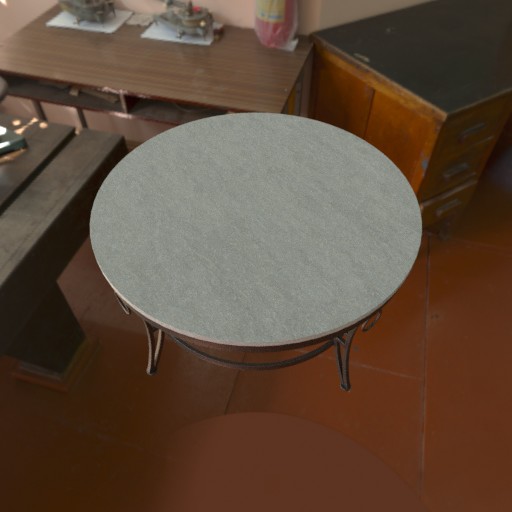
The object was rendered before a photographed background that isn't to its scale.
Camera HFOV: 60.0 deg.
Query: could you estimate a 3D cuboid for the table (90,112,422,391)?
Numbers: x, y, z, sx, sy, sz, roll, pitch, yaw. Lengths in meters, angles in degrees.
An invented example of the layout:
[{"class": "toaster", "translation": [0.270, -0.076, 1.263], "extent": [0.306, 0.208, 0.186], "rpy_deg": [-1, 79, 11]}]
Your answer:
[{"class": "table", "translation": [0.000, 0.000, 1.398], "extent": [0.889, 0.470, 0.889], "rpy_deg": [0, 49, 0]}]
